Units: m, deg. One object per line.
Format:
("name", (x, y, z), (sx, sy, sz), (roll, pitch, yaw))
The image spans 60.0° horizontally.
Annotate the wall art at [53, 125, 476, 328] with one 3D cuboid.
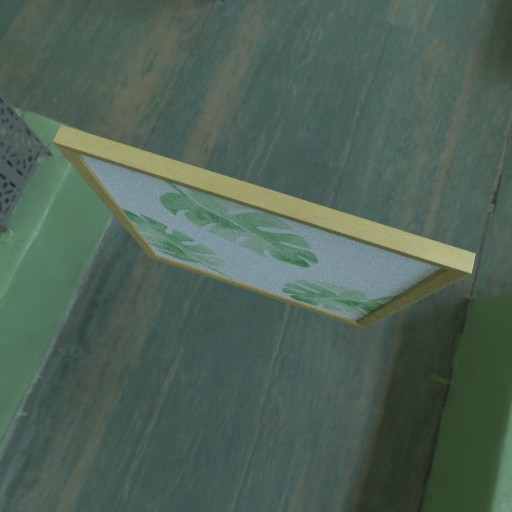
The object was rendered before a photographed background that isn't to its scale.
("wall art", (0.000, 0.000, 1.135), (0.763, 0.763, 0.037), (18, 75, 5))
